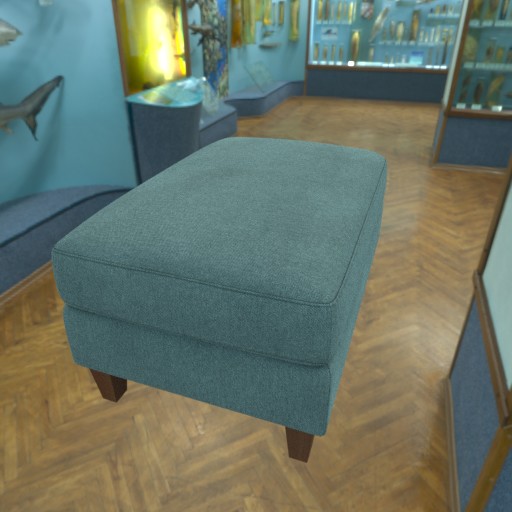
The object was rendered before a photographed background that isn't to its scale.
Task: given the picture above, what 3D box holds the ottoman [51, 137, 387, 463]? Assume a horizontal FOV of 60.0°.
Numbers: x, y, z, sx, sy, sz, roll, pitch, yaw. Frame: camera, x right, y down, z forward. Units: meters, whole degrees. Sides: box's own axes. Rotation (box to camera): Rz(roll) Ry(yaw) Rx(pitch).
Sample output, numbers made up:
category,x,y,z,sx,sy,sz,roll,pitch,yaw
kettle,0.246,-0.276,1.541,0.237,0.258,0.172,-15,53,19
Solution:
category,x,y,z,sx,sy,sz,roll,pitch,yaw
ottoman,0.000,0.000,1.193,0.584,0.483,0.864,10,31,17
